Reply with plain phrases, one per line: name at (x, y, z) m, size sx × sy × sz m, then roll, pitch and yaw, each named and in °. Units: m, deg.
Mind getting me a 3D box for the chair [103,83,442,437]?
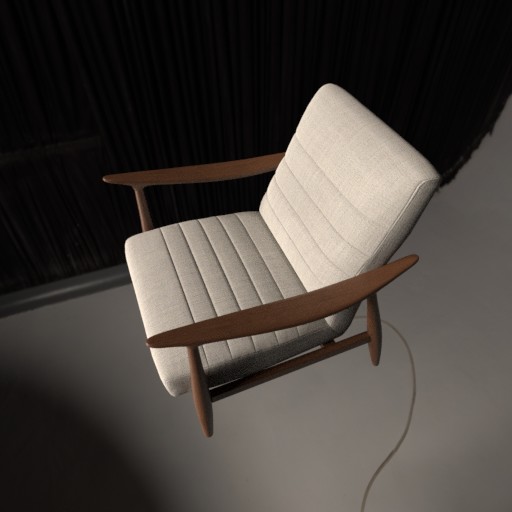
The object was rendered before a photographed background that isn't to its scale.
chair at (0.000, 0.000, 1.447) m, size 0.798 × 0.832 × 0.741 m, roll -16°, pitch 48°, yaw -15°
